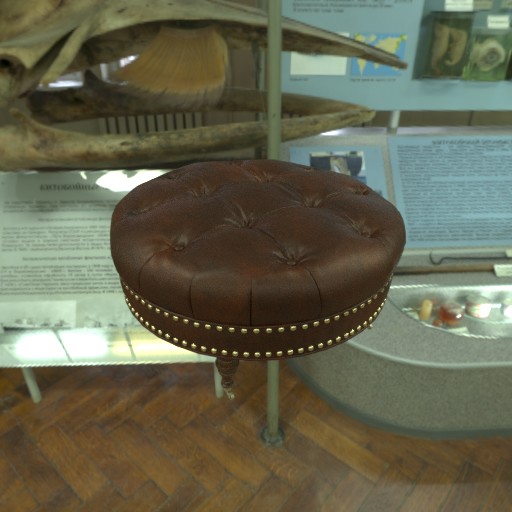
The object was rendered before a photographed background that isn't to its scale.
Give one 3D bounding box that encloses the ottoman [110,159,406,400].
[{"bbox_3d":[0.000,0.000,1.434,0.901,0.455,0.901,0,30,0],"label":"ottoman"}]
